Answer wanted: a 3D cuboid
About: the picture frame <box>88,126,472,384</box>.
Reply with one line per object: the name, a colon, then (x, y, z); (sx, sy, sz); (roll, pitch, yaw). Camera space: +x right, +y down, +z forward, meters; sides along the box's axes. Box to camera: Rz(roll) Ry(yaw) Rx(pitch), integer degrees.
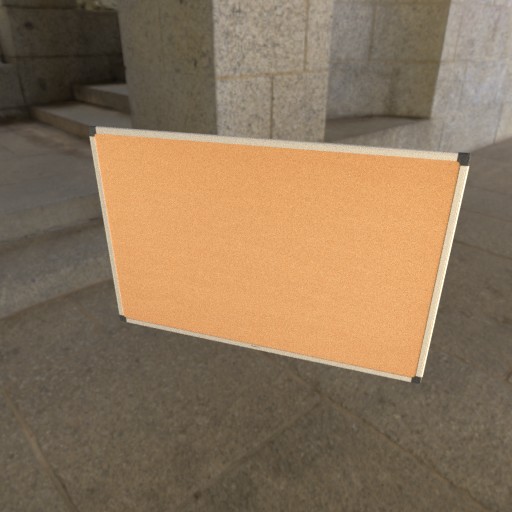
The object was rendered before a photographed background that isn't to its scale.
picture frame: (0.000, 0.000, 1.137); (0.900, 0.600, 0.010); (9, 28, 16)
